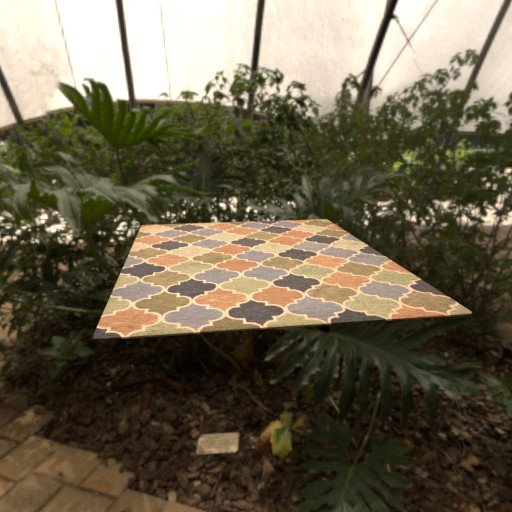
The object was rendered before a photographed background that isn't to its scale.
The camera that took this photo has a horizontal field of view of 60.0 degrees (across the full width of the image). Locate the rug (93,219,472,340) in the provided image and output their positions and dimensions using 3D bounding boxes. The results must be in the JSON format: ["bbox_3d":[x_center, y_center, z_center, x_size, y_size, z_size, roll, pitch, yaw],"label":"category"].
[{"bbox_3d":[0.000,0.000,4.284,2.439,0.013,3.200,-2,16,-9],"label":"rug"}]
